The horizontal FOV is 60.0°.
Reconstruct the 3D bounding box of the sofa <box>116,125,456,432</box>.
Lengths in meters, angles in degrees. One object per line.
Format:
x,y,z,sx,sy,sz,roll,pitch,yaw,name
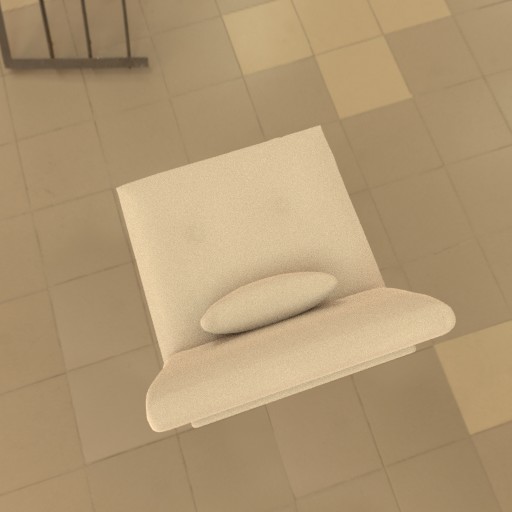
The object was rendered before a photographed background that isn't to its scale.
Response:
0.000,0.000,1.691,0.935,0.828,1.000,-18,76,-4,sofa
